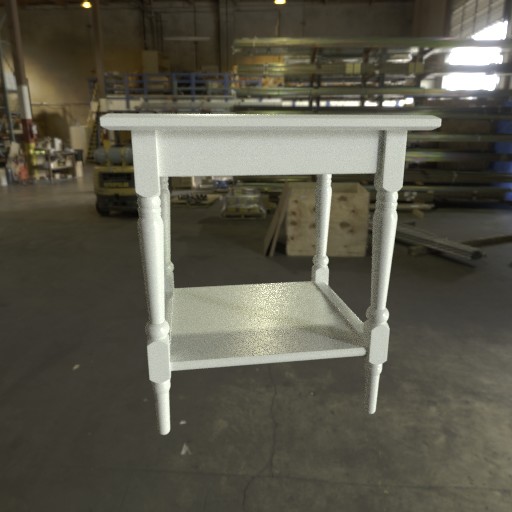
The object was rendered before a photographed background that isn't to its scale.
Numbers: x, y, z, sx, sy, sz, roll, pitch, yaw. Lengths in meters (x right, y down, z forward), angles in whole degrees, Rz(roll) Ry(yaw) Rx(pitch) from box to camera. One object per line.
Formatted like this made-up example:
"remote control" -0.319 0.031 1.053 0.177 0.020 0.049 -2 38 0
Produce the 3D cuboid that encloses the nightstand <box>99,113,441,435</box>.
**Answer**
"nightstand" 0.000 0.000 0.934 0.505 0.555 0.459 -2 16 -9
